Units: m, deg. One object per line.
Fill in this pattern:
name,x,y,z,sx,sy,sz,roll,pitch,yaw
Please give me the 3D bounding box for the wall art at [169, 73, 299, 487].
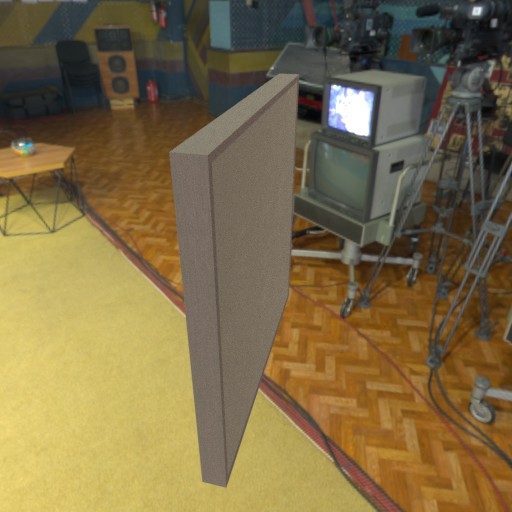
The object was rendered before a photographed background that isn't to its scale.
wall art,0.000,0.000,0.749,0.038,0.506,0.508,7,31,12
